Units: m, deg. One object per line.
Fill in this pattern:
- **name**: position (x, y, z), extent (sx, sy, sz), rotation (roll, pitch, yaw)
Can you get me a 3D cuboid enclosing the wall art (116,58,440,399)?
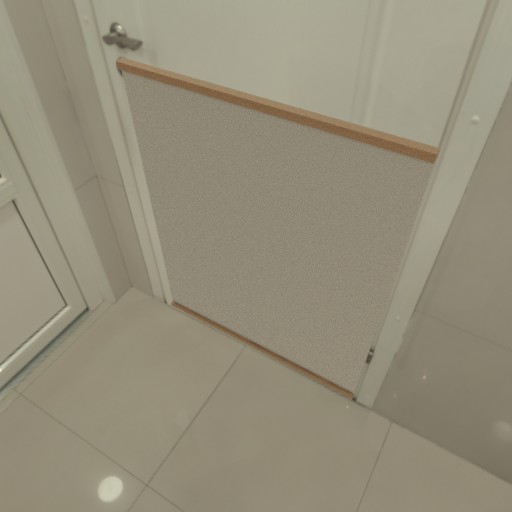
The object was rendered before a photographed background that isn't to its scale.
- **wall art**: position (0.000, 0.000, 0.677), extent (0.405, 0.508, 0.012), rotation (23, 51, 21)
